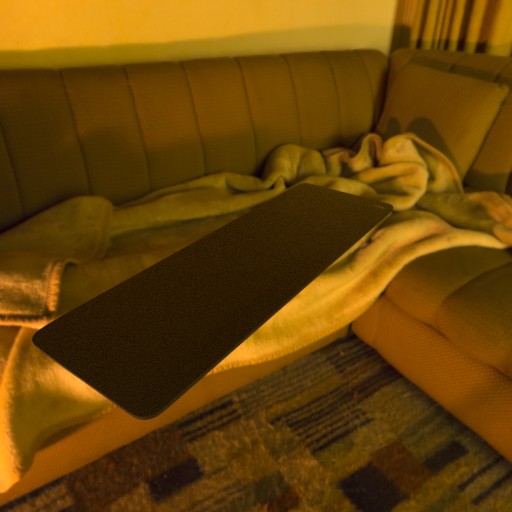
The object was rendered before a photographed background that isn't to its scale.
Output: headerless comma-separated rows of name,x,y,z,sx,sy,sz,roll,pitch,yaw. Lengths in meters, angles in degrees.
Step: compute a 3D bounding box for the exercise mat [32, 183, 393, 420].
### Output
exercise mat,0.000,0.000,2.035,0.616,0.021,1.869,21,36,31
